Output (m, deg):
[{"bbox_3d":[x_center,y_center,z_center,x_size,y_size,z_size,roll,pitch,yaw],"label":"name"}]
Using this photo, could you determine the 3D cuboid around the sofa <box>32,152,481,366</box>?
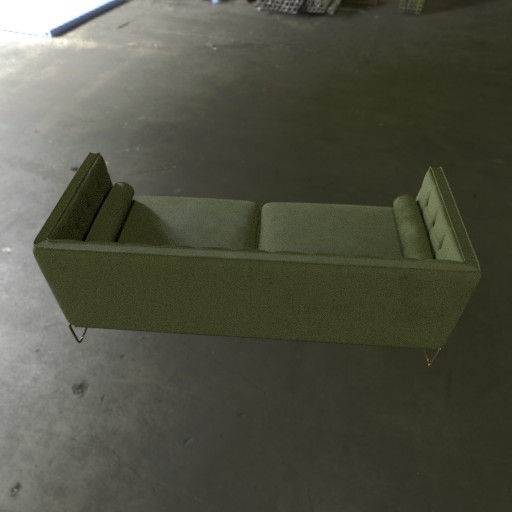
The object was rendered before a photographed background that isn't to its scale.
[{"bbox_3d":[0.000,0.000,2.550,2.087,0.789,0.867,3,45,3],"label":"sofa"}]
